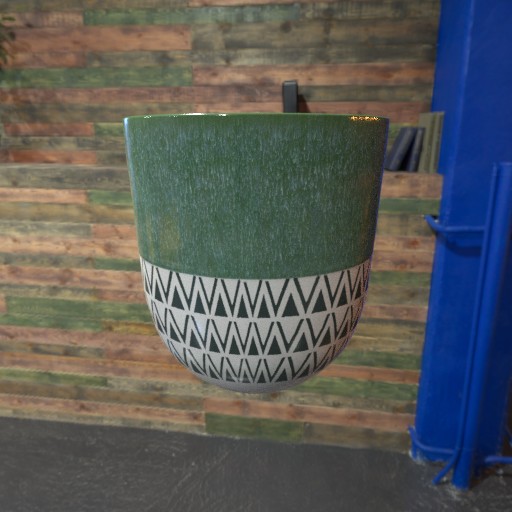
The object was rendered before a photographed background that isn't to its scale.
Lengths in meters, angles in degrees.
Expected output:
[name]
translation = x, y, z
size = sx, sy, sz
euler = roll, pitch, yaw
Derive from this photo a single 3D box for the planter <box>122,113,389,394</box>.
[planter]
translation = 0.000, 0.000, 0.364
size = 0.195, 0.214, 0.195
euler = 0, 15, 0
